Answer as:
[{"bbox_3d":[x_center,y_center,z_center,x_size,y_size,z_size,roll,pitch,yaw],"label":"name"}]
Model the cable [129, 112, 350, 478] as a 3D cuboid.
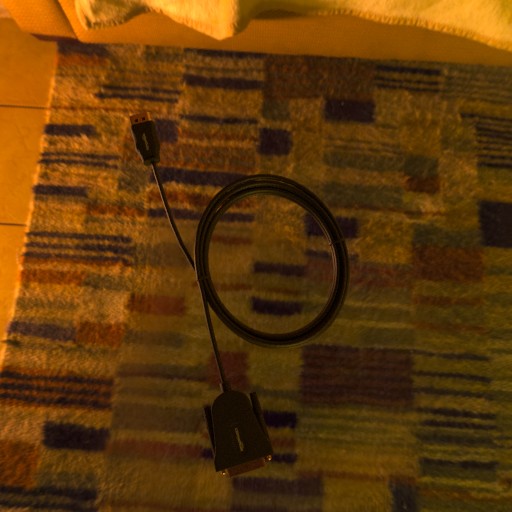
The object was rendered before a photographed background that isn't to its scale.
[{"bbox_3d":[0.000,0.000,0.332,0.136,0.015,0.281,-16,76,-4],"label":"cable"}]
